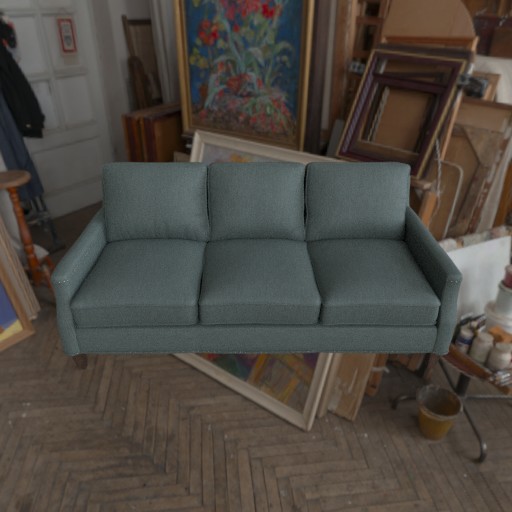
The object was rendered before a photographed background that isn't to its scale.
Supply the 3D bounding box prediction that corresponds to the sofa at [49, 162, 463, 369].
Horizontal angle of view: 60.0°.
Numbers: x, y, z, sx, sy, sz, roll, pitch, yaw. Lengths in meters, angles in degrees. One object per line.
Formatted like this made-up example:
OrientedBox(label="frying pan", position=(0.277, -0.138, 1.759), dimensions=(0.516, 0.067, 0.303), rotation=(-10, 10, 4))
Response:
OrientedBox(label="sofa", position=(0.000, 0.000, 2.841), dimensions=(2.246, 1.003, 1.084), rotation=(0, 31, 0))
